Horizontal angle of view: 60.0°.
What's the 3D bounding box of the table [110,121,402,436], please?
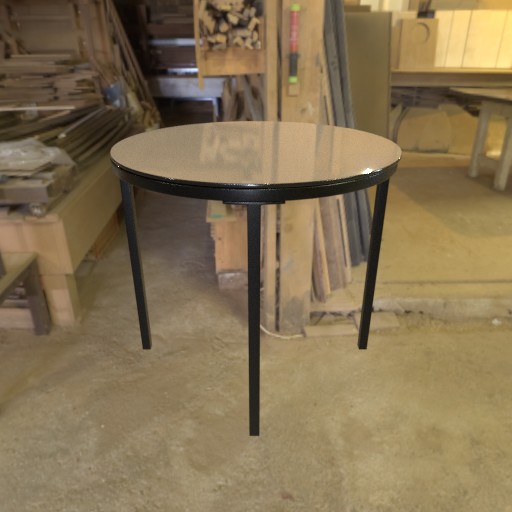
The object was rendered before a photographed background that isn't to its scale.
[{"bbox_3d":[0.000,0.000,0.884,0.499,0.443,0.499,0,26,0],"label":"table"}]
